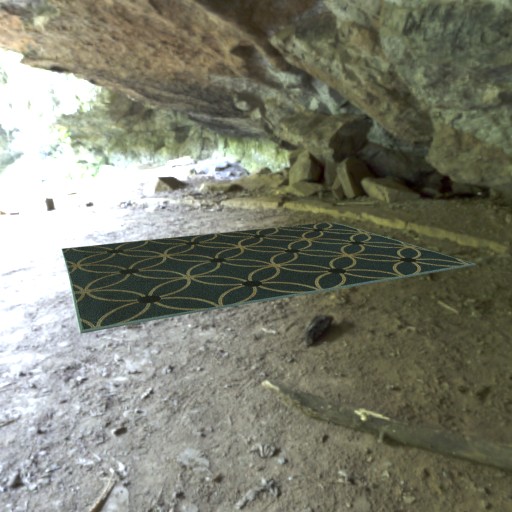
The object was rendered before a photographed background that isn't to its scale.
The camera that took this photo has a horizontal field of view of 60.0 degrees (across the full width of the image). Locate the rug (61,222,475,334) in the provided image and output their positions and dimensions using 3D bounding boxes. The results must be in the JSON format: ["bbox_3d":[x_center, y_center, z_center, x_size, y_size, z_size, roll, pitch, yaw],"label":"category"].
[{"bbox_3d":[0.000,0.000,2.905,2.284,0.008,1.522,-7,17,-25],"label":"rug"}]
